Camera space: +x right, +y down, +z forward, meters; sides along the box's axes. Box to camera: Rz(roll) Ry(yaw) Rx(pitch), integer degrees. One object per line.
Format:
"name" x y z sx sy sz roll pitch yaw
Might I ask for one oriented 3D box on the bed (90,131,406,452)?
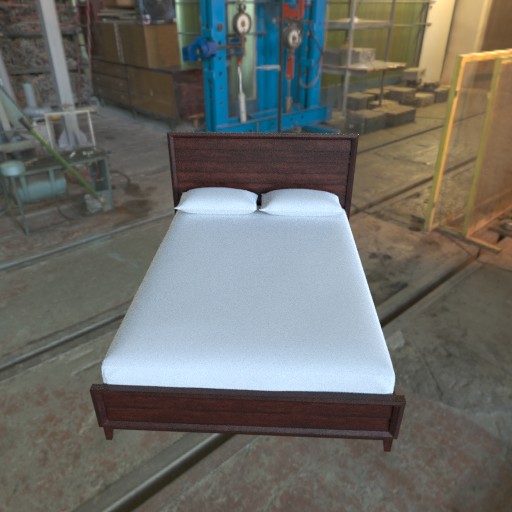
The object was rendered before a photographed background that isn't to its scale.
"bed" 0.000 0.000 3.940 2.040 1.492 2.803 1 30 2
